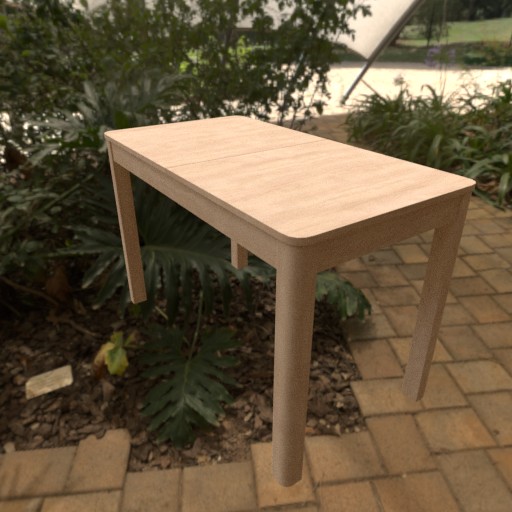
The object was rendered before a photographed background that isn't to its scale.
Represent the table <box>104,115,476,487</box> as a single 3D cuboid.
[{"bbox_3d":[0.000,0.000,1.912,0.750,0.900,1.400,-18,32,-30],"label":"table"}]
